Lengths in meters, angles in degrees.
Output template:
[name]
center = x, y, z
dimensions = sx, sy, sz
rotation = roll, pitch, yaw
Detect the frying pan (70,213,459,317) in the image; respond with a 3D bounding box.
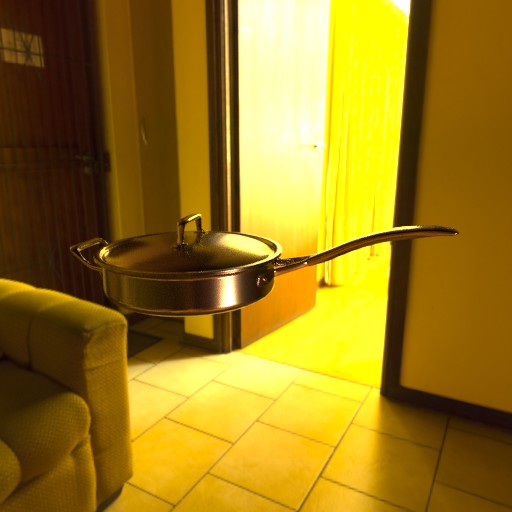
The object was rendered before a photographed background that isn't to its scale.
[frying pan]
center = 0.000, 0.000, 0.662
dimensions = 0.561, 0.114, 0.280
rotation = 2, 14, 9
